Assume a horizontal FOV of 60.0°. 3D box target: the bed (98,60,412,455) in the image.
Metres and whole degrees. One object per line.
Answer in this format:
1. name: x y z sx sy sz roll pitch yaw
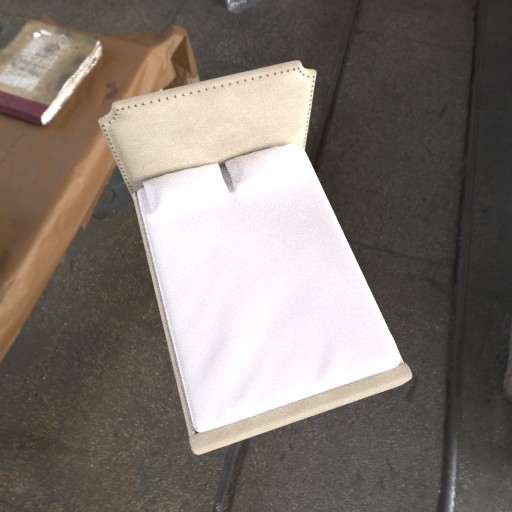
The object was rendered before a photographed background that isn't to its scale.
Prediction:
1. bed: 0.000 0.000 3.419 1.712 1.443 2.372 -16 65 -8
